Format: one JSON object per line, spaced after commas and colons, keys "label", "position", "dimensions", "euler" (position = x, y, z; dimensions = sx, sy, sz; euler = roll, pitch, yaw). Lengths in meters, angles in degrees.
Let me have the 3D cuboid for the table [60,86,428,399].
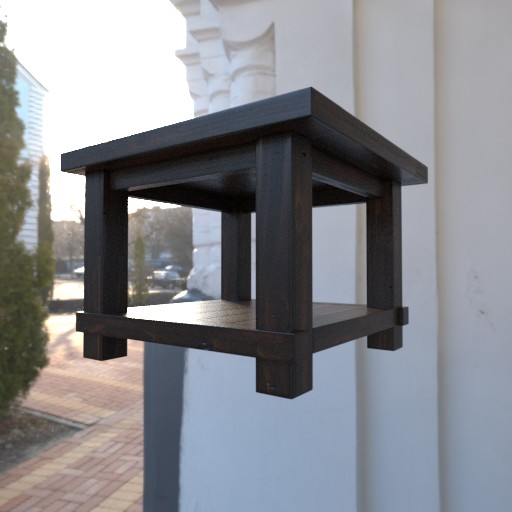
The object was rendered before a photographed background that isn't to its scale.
{"label": "table", "position": [0.000, 0.000, 1.007], "dimensions": [0.606, 0.437, 0.593], "euler": [-1, -2, 35]}
